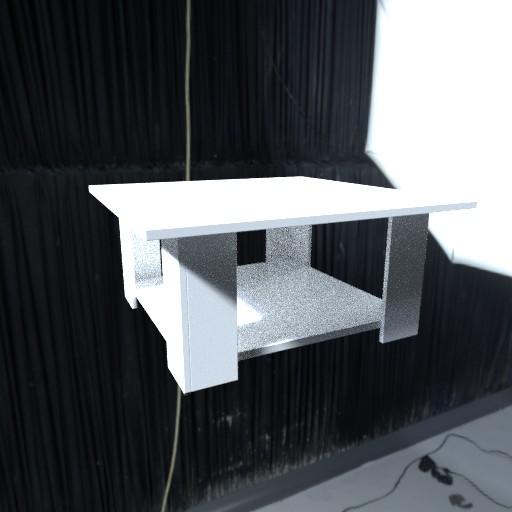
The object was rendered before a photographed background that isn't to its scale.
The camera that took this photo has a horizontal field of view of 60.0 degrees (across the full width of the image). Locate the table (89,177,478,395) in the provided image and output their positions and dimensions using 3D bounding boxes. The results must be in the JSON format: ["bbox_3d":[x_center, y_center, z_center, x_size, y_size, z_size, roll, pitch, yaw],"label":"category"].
[{"bbox_3d":[0.000,0.000,1.082,0.670,0.305,0.670,-7,16,-25],"label":"table"}]
